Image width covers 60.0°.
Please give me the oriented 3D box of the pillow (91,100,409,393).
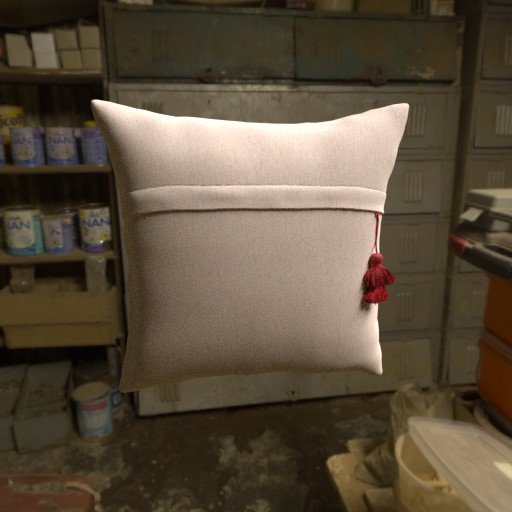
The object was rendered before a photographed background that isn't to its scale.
[{"bbox_3d":[0.000,0.000,0.664,0.433,0.436,0.173,-2,15,-8],"label":"pillow"}]
